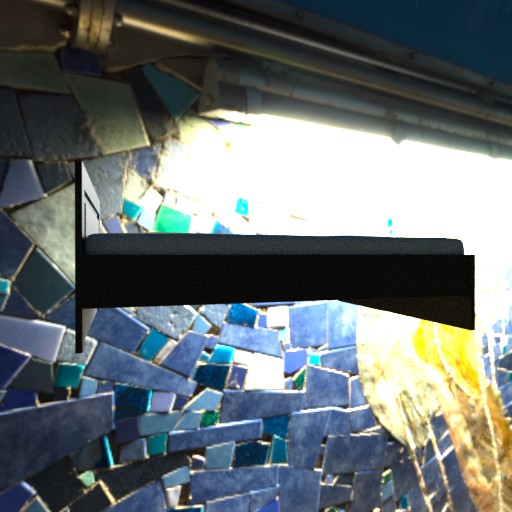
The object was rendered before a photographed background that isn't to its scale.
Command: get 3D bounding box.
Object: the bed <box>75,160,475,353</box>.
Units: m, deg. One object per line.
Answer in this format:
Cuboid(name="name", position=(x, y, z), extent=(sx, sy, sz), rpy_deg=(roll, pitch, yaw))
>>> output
Cuboid(name="bed", position=(0.000, 0.000, 2.926), extent=(2.073, 0.823, 1.585), rpy_deg=(0, 0, -17))
